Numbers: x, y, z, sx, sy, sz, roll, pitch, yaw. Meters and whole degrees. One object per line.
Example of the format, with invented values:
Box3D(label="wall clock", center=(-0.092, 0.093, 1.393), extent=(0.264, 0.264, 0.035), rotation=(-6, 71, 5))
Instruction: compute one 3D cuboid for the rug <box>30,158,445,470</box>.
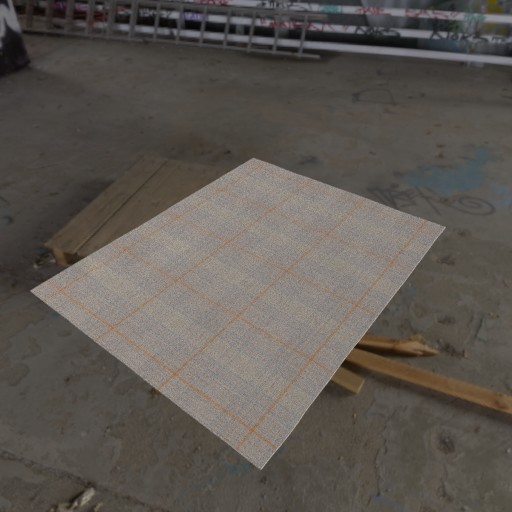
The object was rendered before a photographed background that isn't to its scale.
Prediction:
Box3D(label="rug", center=(0.000, 0.000, 4.075), extent=(2.448, 0.021, 3.051), rotation=(26, 46, 28))
